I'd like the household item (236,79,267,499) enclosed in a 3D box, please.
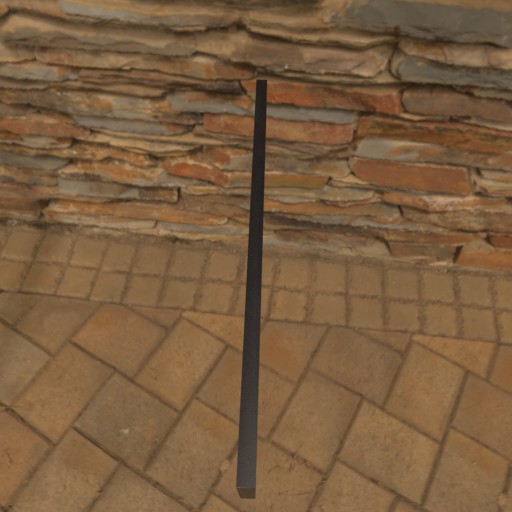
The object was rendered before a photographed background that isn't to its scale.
[{"bbox_3d":[0.000,0.000,1.055,0.030,0.236,1.001,2,58,1],"label":"household item"}]
